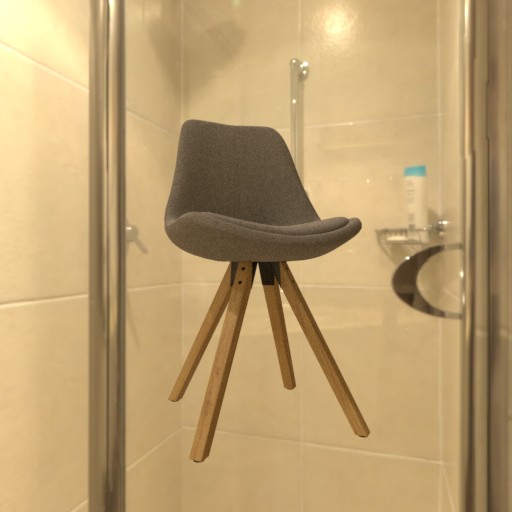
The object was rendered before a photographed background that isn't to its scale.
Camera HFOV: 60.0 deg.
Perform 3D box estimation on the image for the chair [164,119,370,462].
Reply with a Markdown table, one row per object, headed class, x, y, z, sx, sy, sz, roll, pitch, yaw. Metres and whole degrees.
| class | x | y | z | sx | sy | sz | roll | pitch | yaw |
| --- | --- | --- | --- | --- | --- | --- | --- | --- | --- |
| chair | 0.000 | 0.000 | 1.202 | 0.483 | 0.865 | 0.550 | 0 | 0 | -19 |
